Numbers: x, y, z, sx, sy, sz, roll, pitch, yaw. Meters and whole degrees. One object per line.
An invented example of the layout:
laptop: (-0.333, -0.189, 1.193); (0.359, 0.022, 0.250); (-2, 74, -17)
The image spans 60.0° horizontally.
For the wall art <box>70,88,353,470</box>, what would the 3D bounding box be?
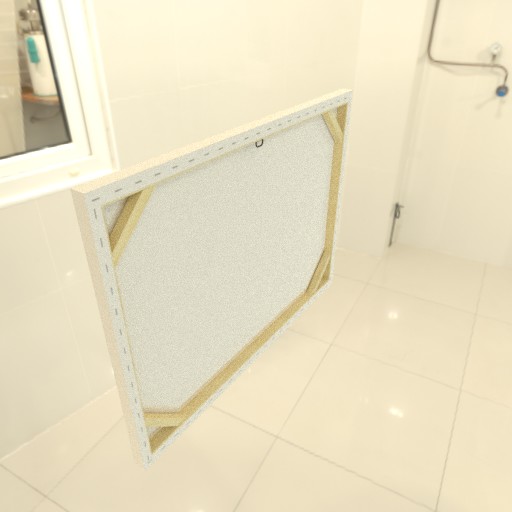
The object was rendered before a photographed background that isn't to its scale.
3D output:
wall art: (0.000, 0.000, 1.286); (0.038, 0.762, 1.016); (21, 37, 30)
